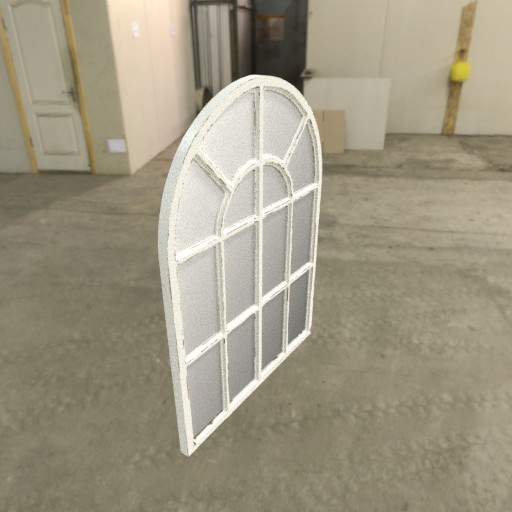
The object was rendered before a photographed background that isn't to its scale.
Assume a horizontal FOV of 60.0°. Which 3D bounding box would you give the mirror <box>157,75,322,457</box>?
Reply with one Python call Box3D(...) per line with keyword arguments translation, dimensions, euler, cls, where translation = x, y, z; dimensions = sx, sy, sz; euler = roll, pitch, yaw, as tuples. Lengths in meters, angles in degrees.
Box3D(translation=(0.000, 0.000, 1.213), dimensions=(0.032, 0.920, 0.660), euler=(18, 33, 31), cls="mirror")
